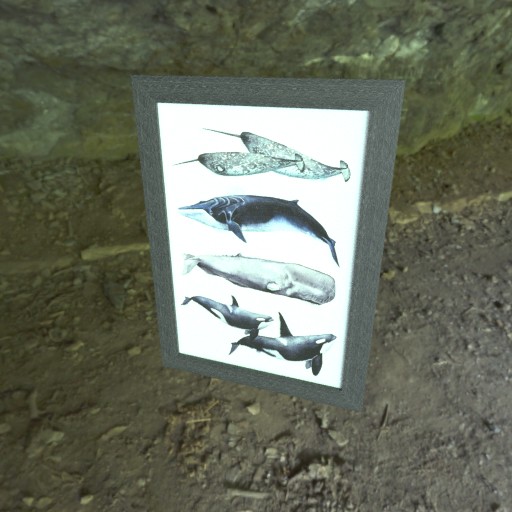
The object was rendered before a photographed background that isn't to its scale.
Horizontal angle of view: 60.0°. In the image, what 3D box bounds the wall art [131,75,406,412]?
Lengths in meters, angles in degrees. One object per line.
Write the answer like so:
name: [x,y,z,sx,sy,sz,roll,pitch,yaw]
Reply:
wall art: [0.000,0.000,1.489,0.810,1.116,0.016,8,26,17]
